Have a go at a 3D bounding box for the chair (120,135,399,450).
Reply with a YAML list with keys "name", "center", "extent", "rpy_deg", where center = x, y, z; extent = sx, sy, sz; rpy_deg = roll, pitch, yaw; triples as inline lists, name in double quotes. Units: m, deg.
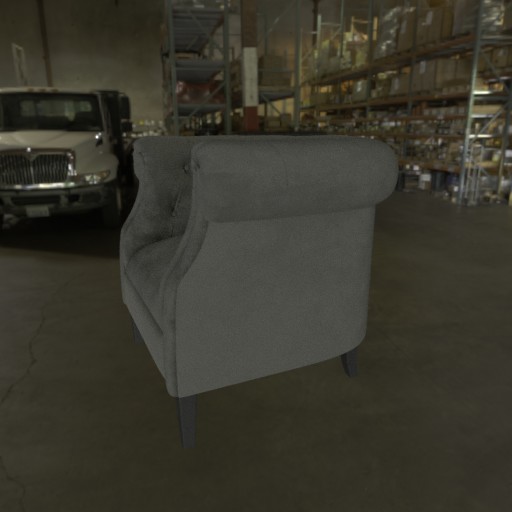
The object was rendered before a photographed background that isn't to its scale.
- name: "chair"
  center: [0.000, 0.000, 1.575]
  extent: [0.851, 0.826, 0.904]
  rpy_deg: [-7, 18, -24]
